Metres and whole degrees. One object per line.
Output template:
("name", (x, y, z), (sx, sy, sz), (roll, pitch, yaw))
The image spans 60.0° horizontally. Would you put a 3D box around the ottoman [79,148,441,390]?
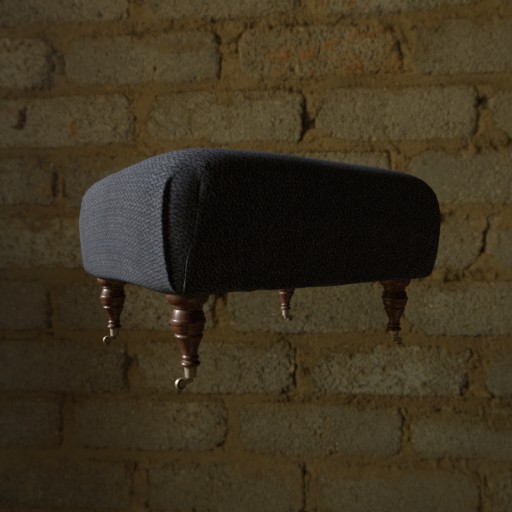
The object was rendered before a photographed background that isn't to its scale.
("ottoman", (0.000, 0.000, 1.119), (0.747, 0.450, 0.622), (-1, 2, -35))
